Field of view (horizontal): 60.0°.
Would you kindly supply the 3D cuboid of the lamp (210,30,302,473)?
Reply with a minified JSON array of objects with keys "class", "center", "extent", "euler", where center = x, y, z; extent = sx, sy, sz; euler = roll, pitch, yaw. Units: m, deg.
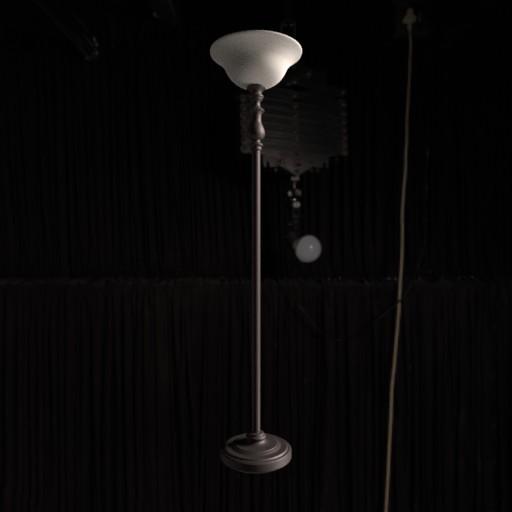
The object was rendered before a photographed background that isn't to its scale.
[{"class":"lamp","center":[0.000,0.000,1.967],"extent":[0.405,1.797,0.405],"euler":[0,0,0]}]
